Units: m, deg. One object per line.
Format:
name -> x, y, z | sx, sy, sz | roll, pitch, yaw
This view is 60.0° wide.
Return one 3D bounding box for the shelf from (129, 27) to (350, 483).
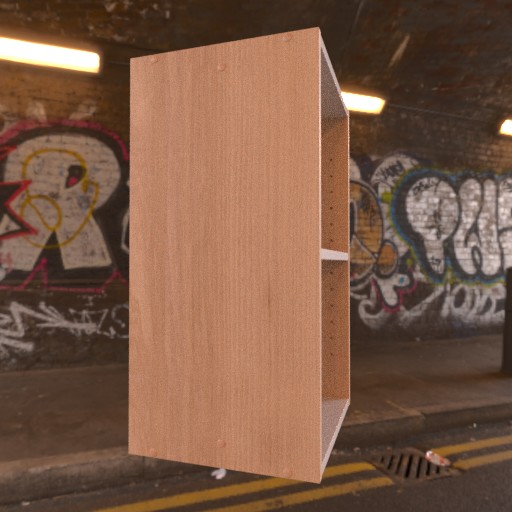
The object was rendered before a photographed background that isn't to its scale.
shelf -> 0.000, 0.000, 0.792 | 0.290, 0.600, 0.350 | 0, -1, 18
